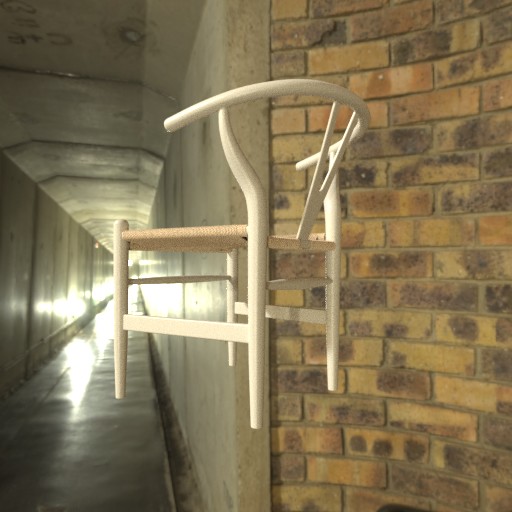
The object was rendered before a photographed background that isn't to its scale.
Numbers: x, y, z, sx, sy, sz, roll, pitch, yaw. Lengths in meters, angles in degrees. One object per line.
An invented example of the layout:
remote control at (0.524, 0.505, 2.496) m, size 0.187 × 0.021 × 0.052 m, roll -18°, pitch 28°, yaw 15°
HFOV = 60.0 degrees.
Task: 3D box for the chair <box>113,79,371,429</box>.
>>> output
chair at (0.000, 0.000, 1.164) m, size 0.579 × 0.730 × 0.569 m, roll -1°, pitch -1°, yaw 37°
